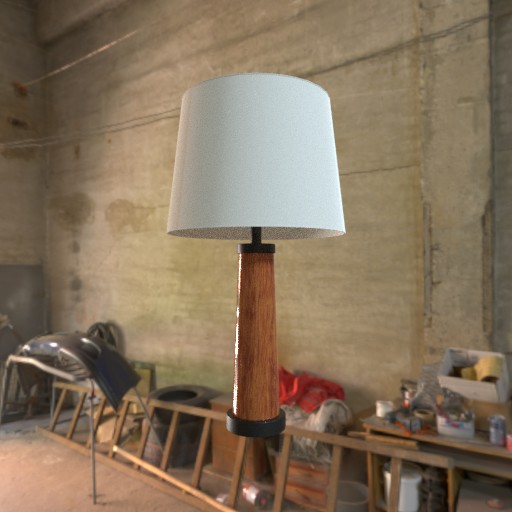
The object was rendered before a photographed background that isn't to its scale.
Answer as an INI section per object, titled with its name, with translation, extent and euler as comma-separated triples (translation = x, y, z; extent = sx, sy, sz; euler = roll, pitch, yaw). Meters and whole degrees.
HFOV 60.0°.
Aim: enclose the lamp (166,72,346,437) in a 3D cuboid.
[lamp]
translation = 0.000, 0.000, 0.876
extent = 0.349, 0.667, 0.349
euler = 0, -2, 0
